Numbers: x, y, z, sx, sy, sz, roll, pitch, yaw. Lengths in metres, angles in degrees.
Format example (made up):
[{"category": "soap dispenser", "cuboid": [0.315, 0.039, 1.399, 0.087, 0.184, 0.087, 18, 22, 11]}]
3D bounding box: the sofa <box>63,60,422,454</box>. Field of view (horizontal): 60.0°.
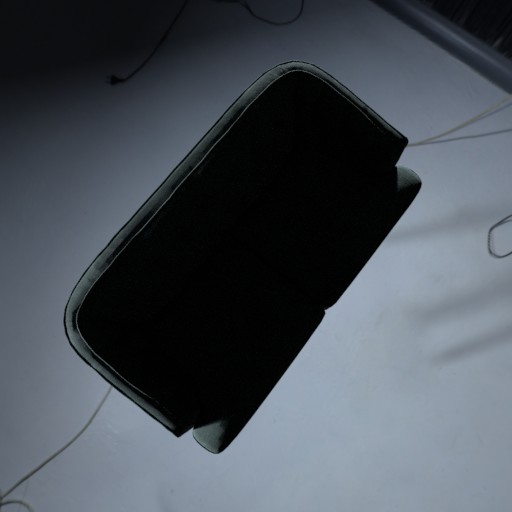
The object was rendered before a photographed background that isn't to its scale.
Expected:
[{"category": "sofa", "cuboid": [0.000, 0.000, 2.263, 0.941, 0.855, 1.733, 38, 80, 8]}]
